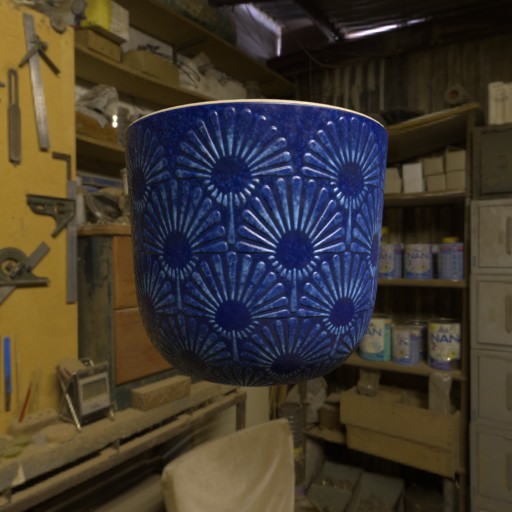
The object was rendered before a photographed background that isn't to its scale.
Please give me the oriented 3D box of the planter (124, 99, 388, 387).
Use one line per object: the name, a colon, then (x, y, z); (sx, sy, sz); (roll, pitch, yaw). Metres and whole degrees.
planter: (0.000, 0.000, 0.297); (0.170, 0.153, 0.170); (0, 0, 0)
